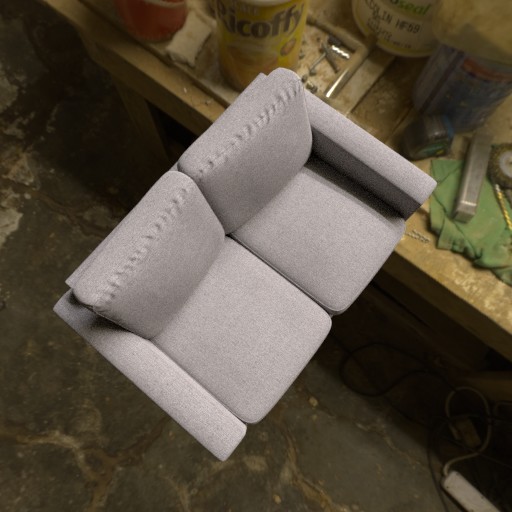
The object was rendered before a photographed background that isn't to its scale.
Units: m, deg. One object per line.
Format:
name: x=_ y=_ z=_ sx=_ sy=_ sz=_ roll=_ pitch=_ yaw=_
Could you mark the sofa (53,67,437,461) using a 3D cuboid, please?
sofa: x=0.000 y=0.000 z=1.947 sx=0.917 sy=0.873 sz=1.420 roll=38 pitch=79 yaw=9
